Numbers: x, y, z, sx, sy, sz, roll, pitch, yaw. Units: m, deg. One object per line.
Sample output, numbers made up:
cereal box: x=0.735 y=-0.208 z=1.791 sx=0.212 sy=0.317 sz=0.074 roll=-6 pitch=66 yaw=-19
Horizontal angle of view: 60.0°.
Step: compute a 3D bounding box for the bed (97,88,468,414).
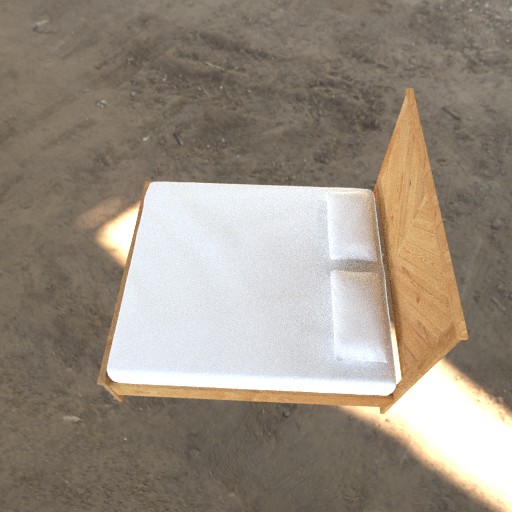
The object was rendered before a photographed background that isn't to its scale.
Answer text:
bed: x=0.000 y=0.000 z=3.972 sx=2.530 sy=1.938 sz=2.225 roll=2 pitch=58 yaw=1
